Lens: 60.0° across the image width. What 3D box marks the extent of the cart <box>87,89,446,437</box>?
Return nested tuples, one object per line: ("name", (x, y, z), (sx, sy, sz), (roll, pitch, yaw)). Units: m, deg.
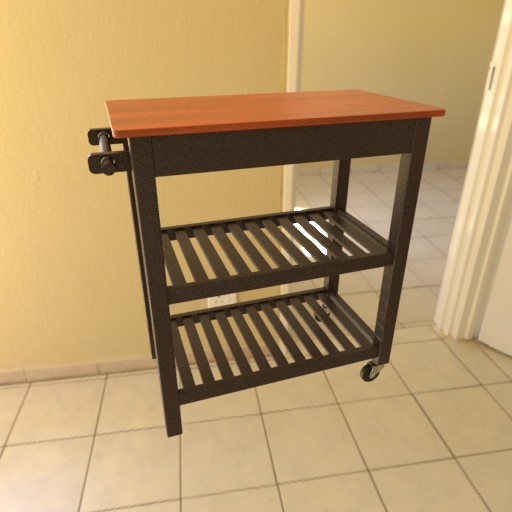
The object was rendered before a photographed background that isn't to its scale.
("cart", (0.000, 0.000, 1.425), (0.899, 0.927, 0.457), (-9, 28, -17))
